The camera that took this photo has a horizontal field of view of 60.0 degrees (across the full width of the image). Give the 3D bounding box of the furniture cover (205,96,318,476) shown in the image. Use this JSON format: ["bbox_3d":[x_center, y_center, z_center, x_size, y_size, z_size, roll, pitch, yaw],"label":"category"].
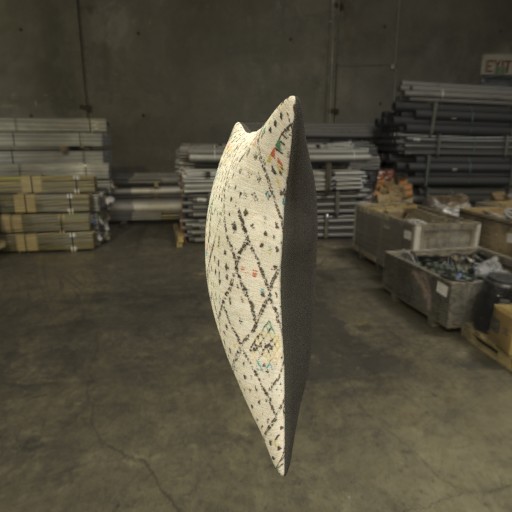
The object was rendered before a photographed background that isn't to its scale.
[{"bbox_3d":[0.000,0.000,0.801,0.180,0.498,0.525,-2,14,-9],"label":"furniture cover"}]
